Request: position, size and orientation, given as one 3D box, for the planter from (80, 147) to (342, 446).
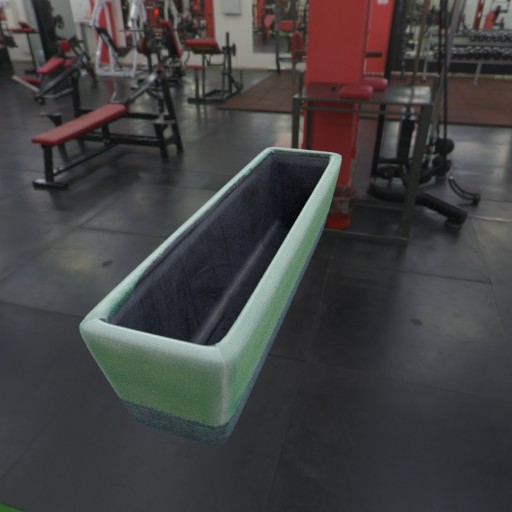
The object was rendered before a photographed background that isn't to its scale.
[{"bbox_3d":[0.000,0.000,0.305,0.072,0.072,0.275,10,32,16],"label":"planter"}]
